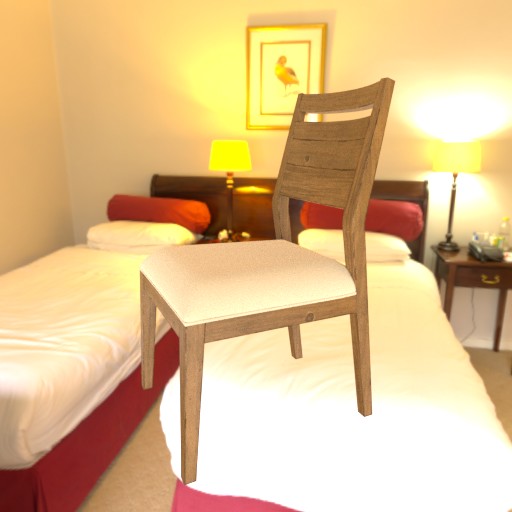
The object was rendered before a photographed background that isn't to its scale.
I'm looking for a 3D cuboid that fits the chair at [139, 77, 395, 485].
[{"bbox_3d":[0.000,0.000,1.273,0.610,0.939,0.497,-7,16,-25],"label":"chair"}]
